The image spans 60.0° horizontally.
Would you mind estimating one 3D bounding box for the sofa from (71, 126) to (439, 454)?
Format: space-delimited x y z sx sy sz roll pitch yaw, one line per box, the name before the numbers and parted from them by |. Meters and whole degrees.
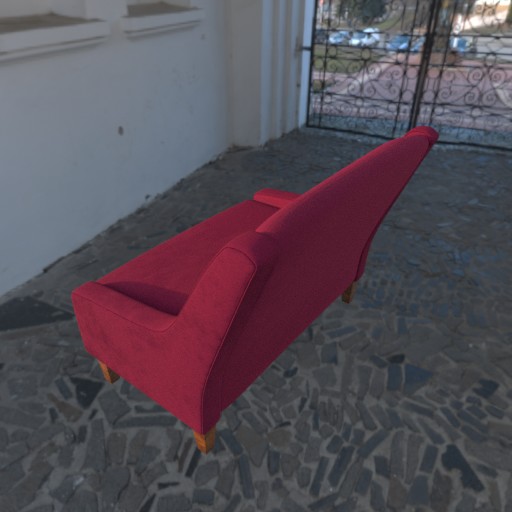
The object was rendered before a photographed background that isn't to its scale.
sofa | 0.000 0.000 1.862 0.946 0.976 1.242 22 38 31
